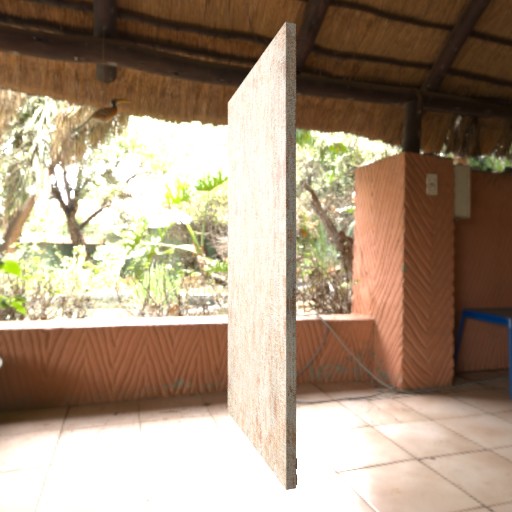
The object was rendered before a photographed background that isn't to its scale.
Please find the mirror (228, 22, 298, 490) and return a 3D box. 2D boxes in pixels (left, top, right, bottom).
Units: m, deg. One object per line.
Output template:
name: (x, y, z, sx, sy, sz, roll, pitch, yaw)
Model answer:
mirror: (0.000, 0.000, 1.100, 0.027, 0.922, 0.472, 0, -1, -18)
